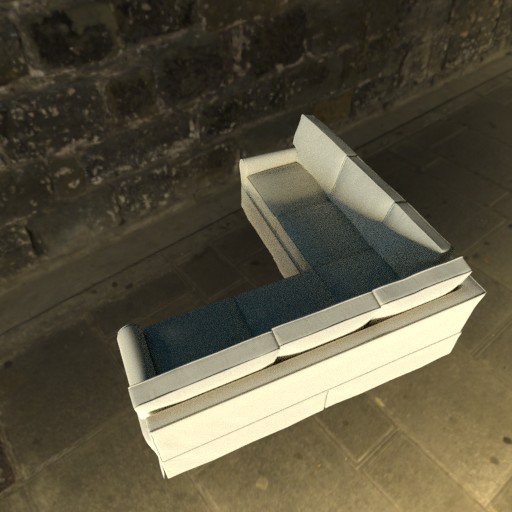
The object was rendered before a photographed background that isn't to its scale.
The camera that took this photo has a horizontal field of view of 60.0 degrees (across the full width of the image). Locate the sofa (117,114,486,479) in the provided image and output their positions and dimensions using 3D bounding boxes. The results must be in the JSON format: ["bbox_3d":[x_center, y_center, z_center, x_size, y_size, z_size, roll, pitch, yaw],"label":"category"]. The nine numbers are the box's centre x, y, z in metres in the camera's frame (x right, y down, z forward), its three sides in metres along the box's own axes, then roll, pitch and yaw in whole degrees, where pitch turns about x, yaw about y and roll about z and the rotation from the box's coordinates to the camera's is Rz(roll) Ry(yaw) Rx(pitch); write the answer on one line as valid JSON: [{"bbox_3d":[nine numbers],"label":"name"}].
[{"bbox_3d":[0.000,0.000,3.918,2.597,1.070,2.591,-18,49,-16],"label":"sofa"}]
